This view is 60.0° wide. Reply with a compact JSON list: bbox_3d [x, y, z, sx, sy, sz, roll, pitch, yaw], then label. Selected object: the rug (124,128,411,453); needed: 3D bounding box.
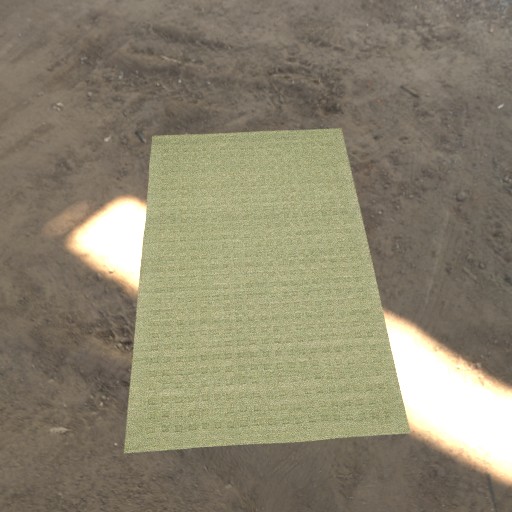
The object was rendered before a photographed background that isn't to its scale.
[{"bbox_3d":[0.000,0.000,2.212,1.143,0.006,1.747,-3,59,-2],"label":"rug"}]
